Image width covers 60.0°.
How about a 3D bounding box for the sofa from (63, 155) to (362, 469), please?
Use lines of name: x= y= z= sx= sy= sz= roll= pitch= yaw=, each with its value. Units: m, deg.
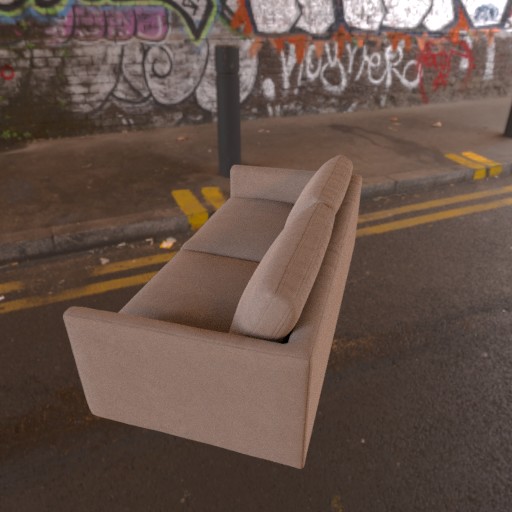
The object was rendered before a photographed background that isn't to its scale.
sofa: x=0.000 y=0.000 z=2.797 sx=1.090 sy=0.838 sz=2.588 roll=8 pitch=30 yaw=15
